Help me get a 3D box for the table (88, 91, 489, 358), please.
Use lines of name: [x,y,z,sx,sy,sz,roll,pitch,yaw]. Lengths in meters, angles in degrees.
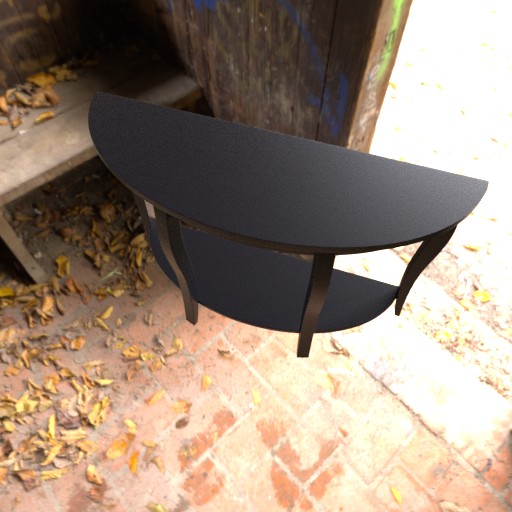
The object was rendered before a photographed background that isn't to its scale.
table: [0.000,0.000,1.549,1.219,0.780,0.394,16,58,10]
